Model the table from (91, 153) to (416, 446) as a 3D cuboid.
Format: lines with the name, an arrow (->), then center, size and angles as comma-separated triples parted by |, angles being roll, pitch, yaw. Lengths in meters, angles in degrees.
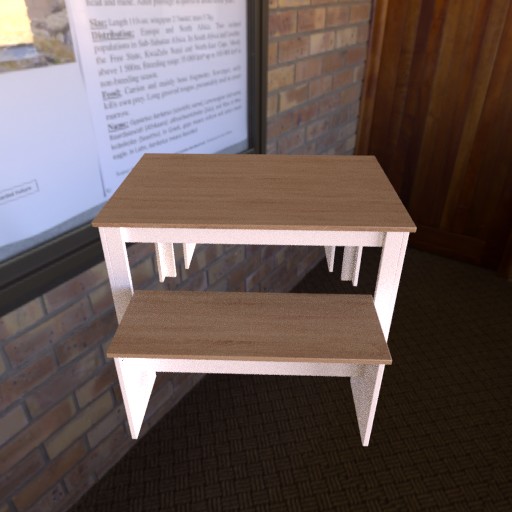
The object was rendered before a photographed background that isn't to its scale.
table -> 0.000, 0.000, 1.996 | 1.100, 0.700, 1.443 | 1, 31, 2
